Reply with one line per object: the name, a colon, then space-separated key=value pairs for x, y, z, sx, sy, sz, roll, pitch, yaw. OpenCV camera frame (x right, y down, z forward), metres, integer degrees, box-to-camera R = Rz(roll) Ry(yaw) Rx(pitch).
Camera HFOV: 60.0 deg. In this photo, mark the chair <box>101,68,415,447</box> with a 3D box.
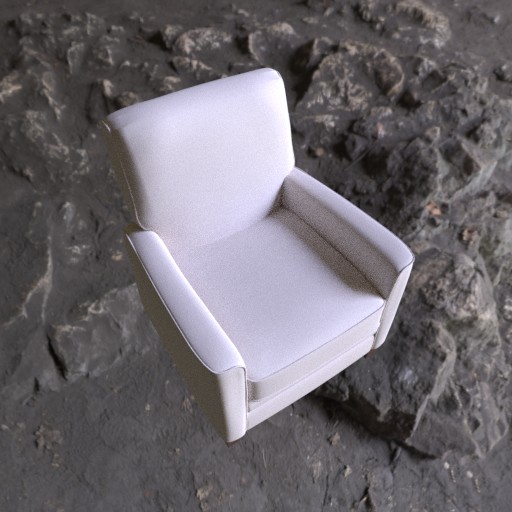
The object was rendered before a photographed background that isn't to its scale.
chair: x=0.000 y=0.000 z=1.662 sx=0.841 sy=1.028 sz=0.858 roll=-26 pitch=52 yaw=-22
